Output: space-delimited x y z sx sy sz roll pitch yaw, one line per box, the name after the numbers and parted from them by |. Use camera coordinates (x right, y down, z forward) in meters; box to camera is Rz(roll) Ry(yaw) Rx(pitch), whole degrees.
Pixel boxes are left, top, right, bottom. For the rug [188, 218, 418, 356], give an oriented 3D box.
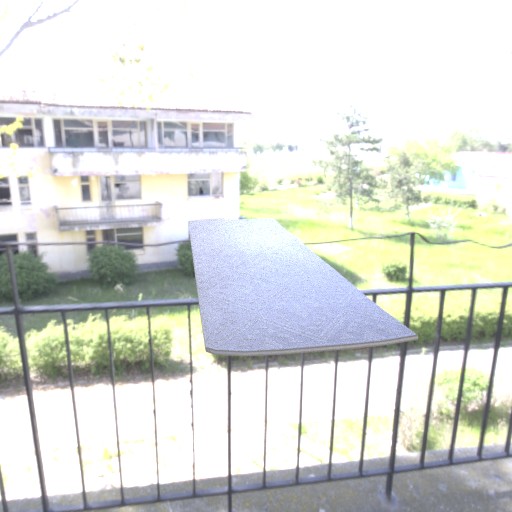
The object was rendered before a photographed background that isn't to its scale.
0.000 0.000 2.666 0.752 0.051 2.452 -3 15 -9 | rug
